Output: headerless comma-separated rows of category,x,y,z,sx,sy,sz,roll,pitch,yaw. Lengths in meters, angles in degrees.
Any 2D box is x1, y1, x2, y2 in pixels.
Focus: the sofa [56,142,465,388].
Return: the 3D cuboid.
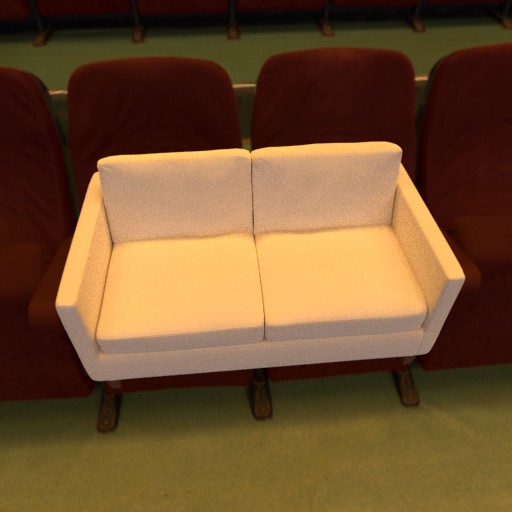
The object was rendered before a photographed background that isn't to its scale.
sofa,0.000,0.000,2.271,1.702,0.888,0.964,-4,45,-4
